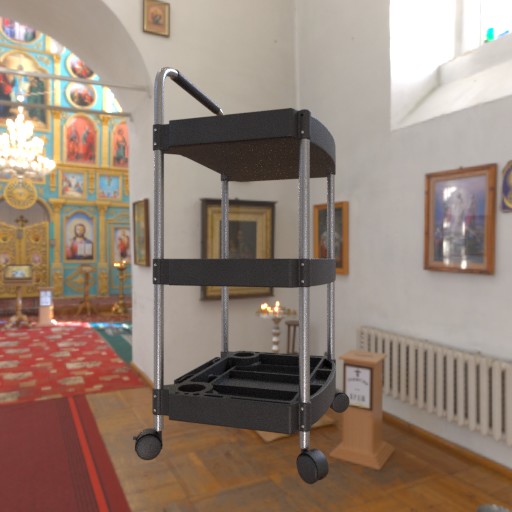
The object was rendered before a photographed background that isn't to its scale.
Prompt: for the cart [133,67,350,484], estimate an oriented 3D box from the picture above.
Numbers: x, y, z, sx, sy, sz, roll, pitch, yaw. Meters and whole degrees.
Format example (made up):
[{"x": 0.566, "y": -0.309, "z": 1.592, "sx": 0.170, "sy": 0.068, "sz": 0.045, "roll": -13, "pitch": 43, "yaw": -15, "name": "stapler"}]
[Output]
[{"x": 0.000, "y": 0.000, "z": 1.366, "sx": 0.518, "sy": 1.075, "sz": 0.584, "roll": 0, "pitch": 0, "yaw": 17, "name": "cart"}]
